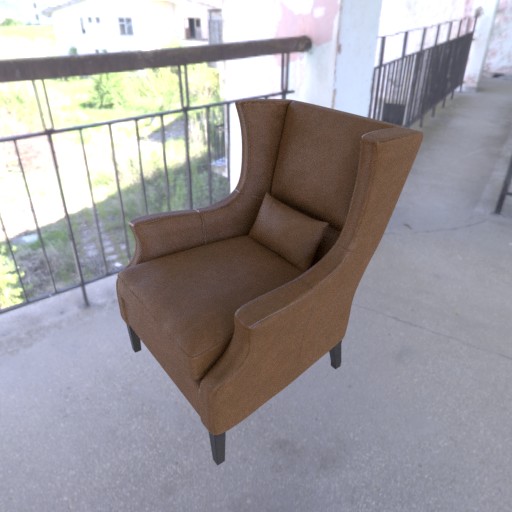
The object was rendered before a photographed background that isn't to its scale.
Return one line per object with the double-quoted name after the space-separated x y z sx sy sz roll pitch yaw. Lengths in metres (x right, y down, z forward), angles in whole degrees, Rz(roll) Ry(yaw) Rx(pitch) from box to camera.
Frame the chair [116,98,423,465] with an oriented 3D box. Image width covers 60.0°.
0.000 0.000 1.719 0.925 1.016 0.852 -21 36 -31 "chair"
